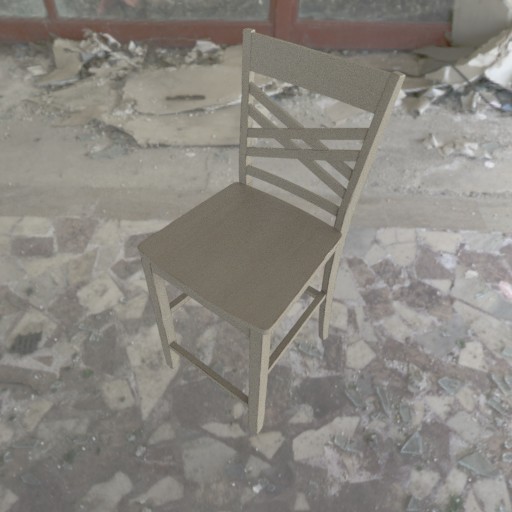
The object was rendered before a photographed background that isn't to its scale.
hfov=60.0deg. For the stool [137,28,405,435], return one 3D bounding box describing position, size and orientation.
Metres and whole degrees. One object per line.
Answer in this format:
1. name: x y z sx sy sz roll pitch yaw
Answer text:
1. stool: 0.000 0.000 1.351 0.462 1.079 0.539 30 53 25
